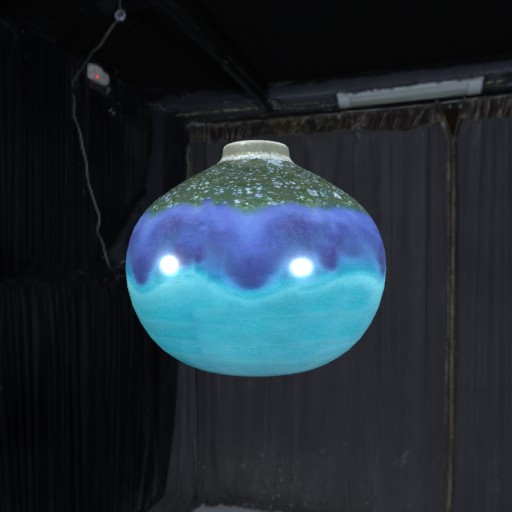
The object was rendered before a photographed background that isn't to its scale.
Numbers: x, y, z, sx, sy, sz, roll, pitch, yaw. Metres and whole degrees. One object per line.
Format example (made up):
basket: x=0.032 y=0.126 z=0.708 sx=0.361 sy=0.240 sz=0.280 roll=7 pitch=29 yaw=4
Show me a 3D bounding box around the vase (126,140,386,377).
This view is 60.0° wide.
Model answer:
vase: x=0.000 y=0.000 z=0.273 sx=0.154 sy=0.133 sz=0.154 roll=0 pitch=0 yaw=0
